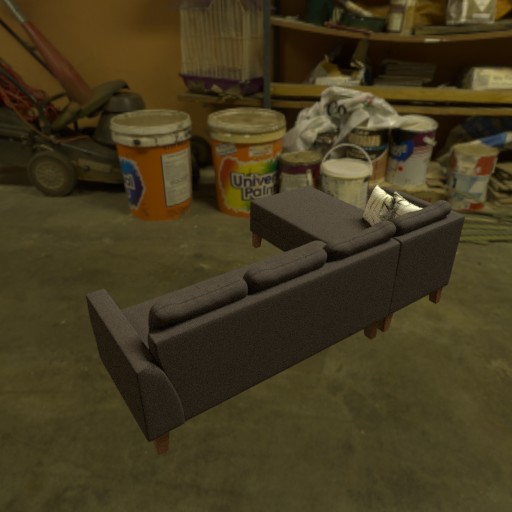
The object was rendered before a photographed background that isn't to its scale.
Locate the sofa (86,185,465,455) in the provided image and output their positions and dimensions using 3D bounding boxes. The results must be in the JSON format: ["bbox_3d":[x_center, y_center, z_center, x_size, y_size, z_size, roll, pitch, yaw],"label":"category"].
[{"bbox_3d":[0.000,0.000,3.518,2.679,0.932,1.829,-19,35,-30],"label":"sofa"}]
